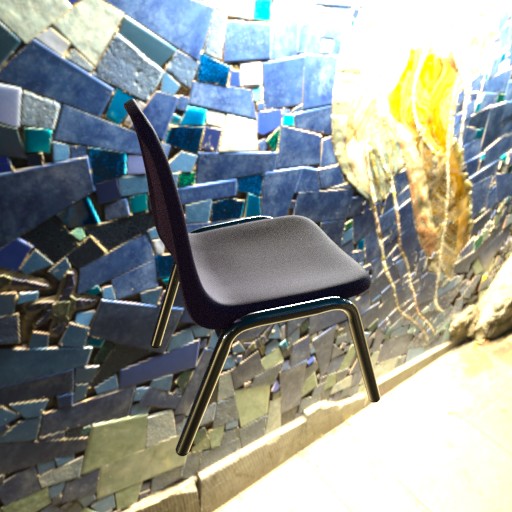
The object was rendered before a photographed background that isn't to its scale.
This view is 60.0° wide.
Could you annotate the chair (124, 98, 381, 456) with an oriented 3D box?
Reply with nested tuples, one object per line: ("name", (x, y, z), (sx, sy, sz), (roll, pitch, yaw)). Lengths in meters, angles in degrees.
("chair", (0.000, 0.000, 0.840), (0.419, 0.584, 0.356), (-11, 32, -17))
